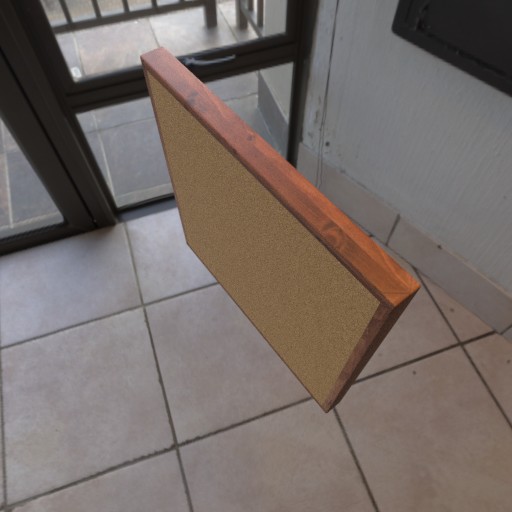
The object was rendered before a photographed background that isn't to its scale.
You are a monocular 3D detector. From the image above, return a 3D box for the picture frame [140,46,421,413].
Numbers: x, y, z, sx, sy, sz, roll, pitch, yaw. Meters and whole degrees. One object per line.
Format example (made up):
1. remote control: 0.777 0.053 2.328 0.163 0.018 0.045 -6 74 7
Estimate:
1. picture frame: 0.000 0.000 0.535 0.028 0.356 0.352 -34 65 -18
